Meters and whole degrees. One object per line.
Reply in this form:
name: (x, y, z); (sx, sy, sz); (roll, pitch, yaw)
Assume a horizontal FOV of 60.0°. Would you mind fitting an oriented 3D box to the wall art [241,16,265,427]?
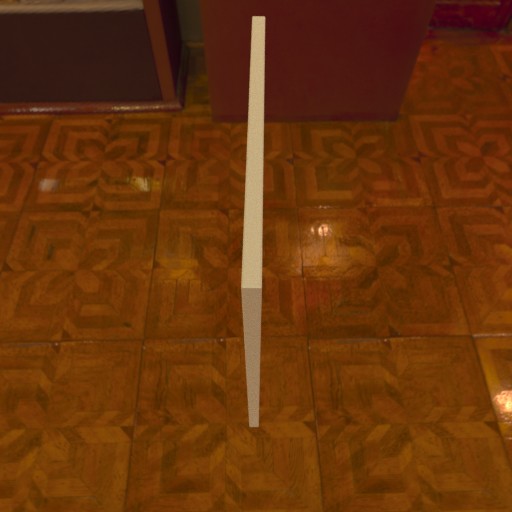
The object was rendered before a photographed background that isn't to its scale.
wall art: (0.000, 0.000, 1.579); (0.038, 1.212, 0.914); (1, 57, 1)
